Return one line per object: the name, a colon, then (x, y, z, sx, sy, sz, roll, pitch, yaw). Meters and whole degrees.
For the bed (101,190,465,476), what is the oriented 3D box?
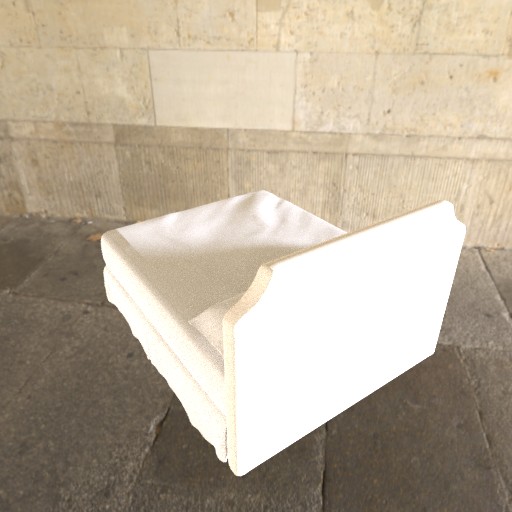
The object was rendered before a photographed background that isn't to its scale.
bed: (0.000, 0.000, 3.917, 2.134, 1.524, 2.548, -19, 35, -30)
